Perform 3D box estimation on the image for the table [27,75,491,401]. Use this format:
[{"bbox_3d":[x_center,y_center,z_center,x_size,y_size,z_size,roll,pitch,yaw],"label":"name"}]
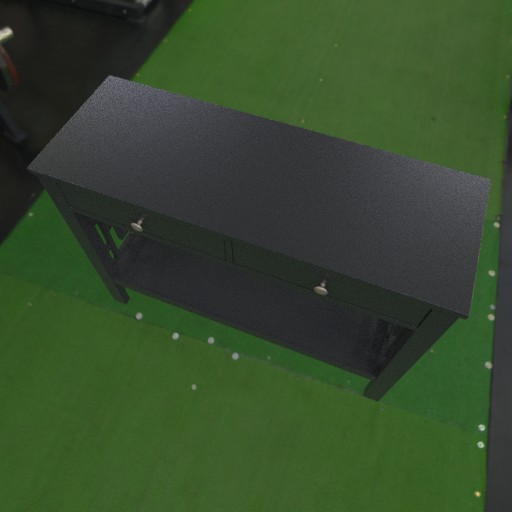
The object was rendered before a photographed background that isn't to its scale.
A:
[{"bbox_3d":[0.000,0.000,1.400,1.068,0.753,0.397,19,60,11],"label":"table"}]
